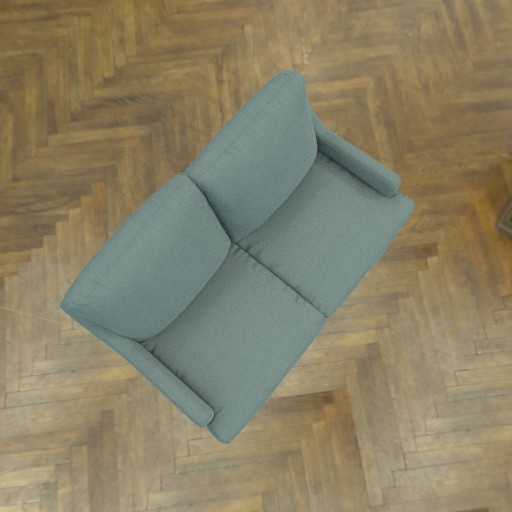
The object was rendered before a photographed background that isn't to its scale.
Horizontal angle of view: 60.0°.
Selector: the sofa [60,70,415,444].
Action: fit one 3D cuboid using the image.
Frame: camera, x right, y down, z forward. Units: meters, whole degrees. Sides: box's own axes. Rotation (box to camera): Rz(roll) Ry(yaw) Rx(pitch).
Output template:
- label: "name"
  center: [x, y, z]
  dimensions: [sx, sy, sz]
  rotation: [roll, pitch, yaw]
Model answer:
- label: "sofa"
  center: [0.000, 0.000, 2.253]
  dimensions: [0.987, 0.921, 1.589]
  rotation: [39, 78, 10]
